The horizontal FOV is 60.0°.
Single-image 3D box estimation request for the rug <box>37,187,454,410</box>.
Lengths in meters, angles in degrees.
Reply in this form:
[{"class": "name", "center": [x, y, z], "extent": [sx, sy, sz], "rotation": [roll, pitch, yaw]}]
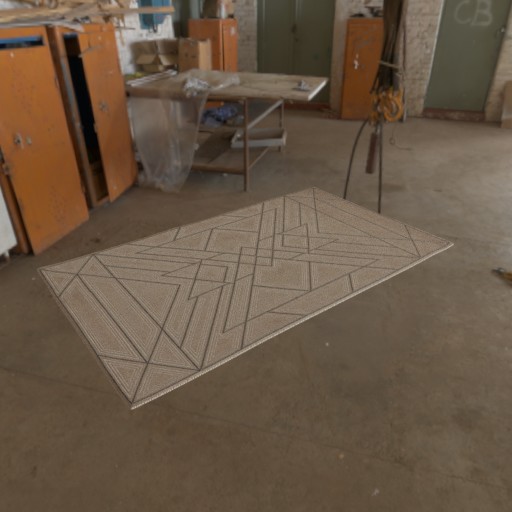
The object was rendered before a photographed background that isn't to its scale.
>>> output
[{"class": "rug", "center": [0.000, 0.000, 1.060], "extent": [0.869, 0.008, 0.511], "rotation": [-21, 35, -32]}]
